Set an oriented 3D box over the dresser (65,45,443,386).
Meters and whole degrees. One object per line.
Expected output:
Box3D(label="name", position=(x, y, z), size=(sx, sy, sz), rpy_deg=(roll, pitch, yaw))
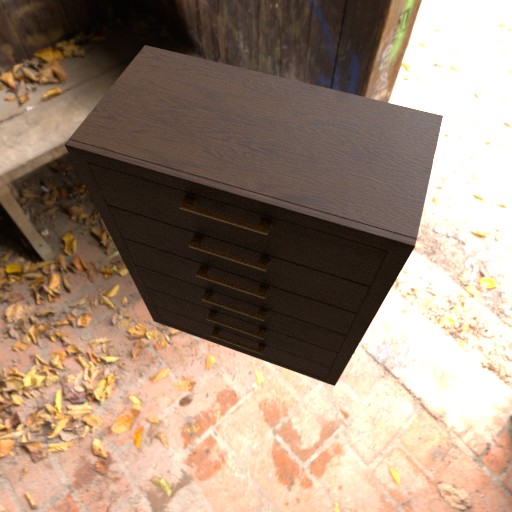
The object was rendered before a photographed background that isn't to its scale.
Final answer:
Box3D(label="dresser", position=(0.000, 0.000, 1.805), size=(0.964, 1.320, 0.516), rpy_deg=(17, 60, 10))
